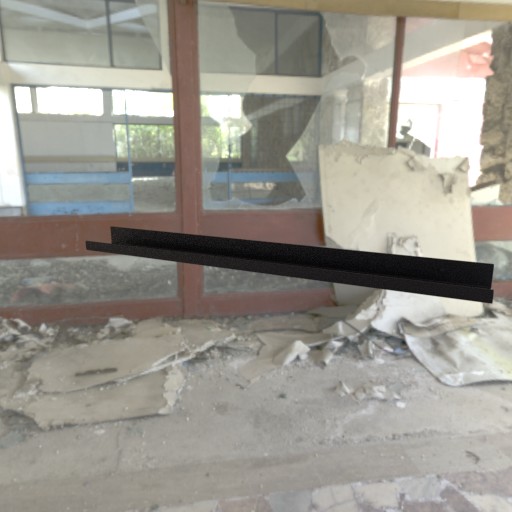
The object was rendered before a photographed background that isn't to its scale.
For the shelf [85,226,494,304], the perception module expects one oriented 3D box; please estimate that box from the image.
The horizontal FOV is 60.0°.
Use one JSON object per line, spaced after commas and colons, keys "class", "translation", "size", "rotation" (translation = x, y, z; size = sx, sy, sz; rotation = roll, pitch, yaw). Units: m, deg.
{"class": "shelf", "translation": [0.000, 0.000, 0.972], "size": [0.924, 0.049, 0.092], "rotation": [7, 15, 25]}
